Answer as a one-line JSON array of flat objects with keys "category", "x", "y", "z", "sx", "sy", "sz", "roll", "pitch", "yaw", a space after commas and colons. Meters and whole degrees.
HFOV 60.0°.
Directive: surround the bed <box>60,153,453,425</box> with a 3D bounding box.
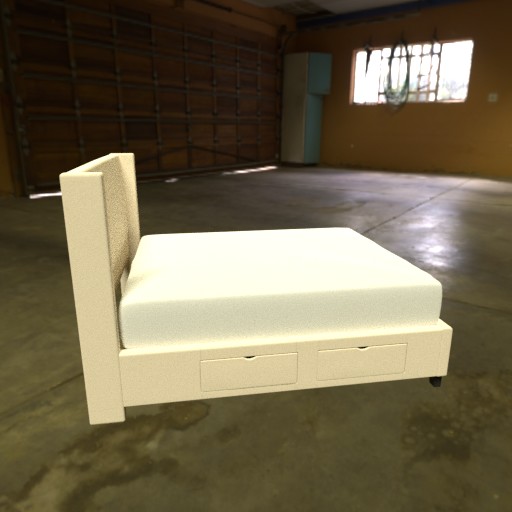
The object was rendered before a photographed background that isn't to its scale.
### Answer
[{"category": "bed", "x": 0.000, "y": 0.000, "z": 3.414, "sx": 2.280, "sy": 1.471, "sz": 1.765, "roll": -3, "pitch": 17, "yaw": -9}]
